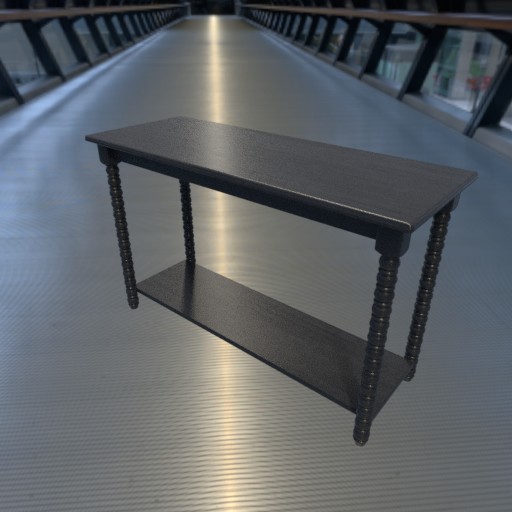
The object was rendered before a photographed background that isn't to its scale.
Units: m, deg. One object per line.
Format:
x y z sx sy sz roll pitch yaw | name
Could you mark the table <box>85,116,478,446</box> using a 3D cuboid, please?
0.000 0.000 1.538 1.184 0.735 0.459 22 35 34 | table
